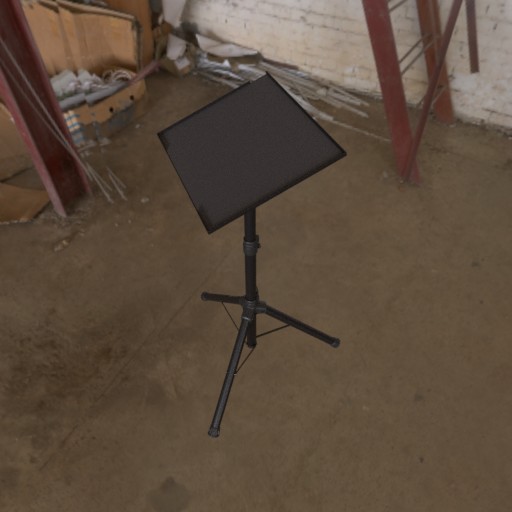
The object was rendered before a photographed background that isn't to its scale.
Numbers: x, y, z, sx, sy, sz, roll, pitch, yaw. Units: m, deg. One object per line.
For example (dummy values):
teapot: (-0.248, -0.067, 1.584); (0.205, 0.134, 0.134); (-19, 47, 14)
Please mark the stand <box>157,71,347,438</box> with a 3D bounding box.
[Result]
stand: (0.000, 0.000, 1.635); (0.702, 1.198, 0.702); (-18, 50, -16)
